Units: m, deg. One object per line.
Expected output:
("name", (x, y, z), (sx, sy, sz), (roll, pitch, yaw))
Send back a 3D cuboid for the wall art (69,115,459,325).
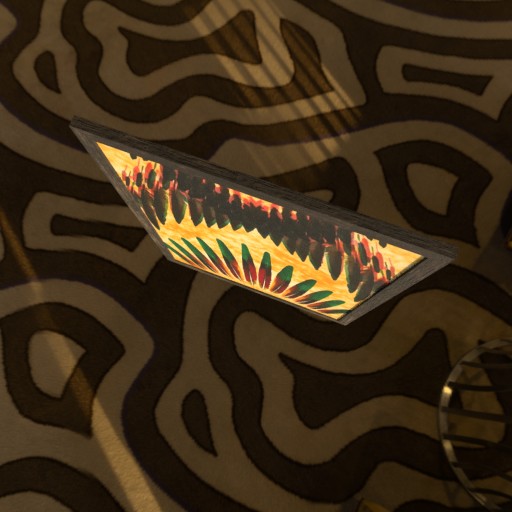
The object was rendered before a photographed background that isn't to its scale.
("wall art", (0.000, 0.000, 1.390), (0.812, 1.066, 0.029), (20, 75, 5))
